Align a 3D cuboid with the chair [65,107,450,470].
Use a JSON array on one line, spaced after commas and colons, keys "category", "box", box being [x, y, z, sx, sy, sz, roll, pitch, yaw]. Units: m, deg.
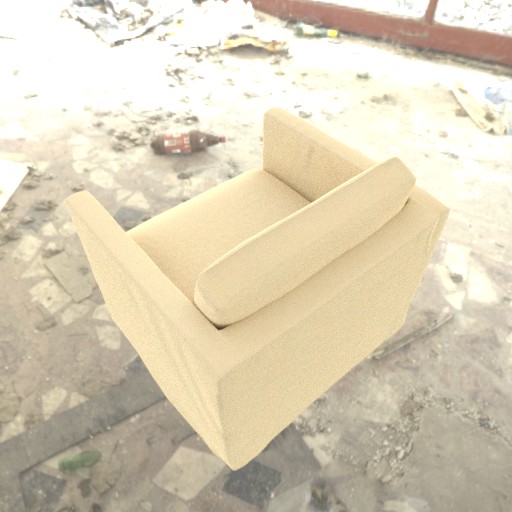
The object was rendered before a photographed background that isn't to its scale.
[{"category": "chair", "box": [0.000, 0.000, 1.753, 1.057, 0.851, 0.947, -32, 54, -26]}]
